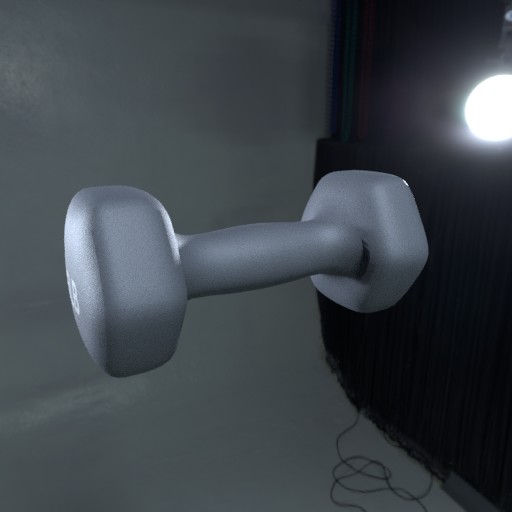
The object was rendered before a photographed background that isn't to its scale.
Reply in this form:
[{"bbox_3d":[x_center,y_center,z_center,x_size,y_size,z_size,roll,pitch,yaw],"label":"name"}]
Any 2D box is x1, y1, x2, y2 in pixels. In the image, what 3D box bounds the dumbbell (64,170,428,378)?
[{"bbox_3d":[0.000,0.000,0.305,0.240,0.105,0.116,-9,19,-27],"label":"dumbbell"}]
